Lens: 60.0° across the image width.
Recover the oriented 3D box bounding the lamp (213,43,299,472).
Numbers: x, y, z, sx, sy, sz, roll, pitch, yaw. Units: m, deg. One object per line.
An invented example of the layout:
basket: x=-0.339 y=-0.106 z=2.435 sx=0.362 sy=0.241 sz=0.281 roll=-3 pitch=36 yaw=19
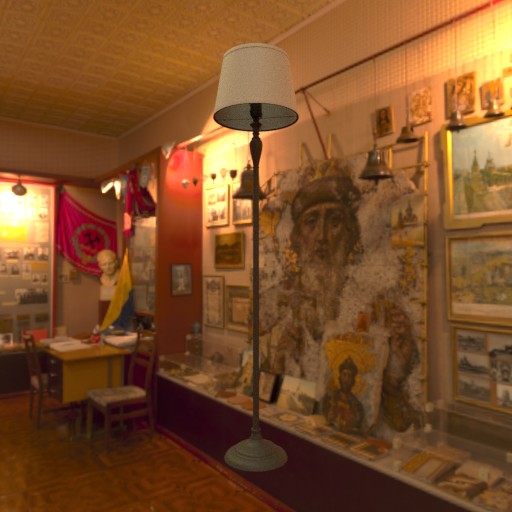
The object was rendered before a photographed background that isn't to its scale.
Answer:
lamp: x=0.000 y=0.000 z=1.679 sx=0.327 sy=1.506 sz=0.327 roll=1 pitch=-2 yaw=-36
